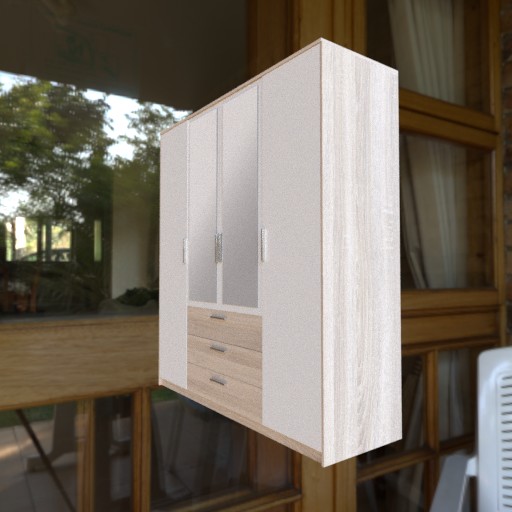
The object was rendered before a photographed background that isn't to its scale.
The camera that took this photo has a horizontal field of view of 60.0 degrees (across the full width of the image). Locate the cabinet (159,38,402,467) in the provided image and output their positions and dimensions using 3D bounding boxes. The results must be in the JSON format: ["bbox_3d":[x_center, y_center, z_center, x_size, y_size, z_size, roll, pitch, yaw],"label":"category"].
[{"bbox_3d":[0.000,0.000,3.045,0.620,2.060,1.870,1,-2,-36],"label":"cabinet"}]
